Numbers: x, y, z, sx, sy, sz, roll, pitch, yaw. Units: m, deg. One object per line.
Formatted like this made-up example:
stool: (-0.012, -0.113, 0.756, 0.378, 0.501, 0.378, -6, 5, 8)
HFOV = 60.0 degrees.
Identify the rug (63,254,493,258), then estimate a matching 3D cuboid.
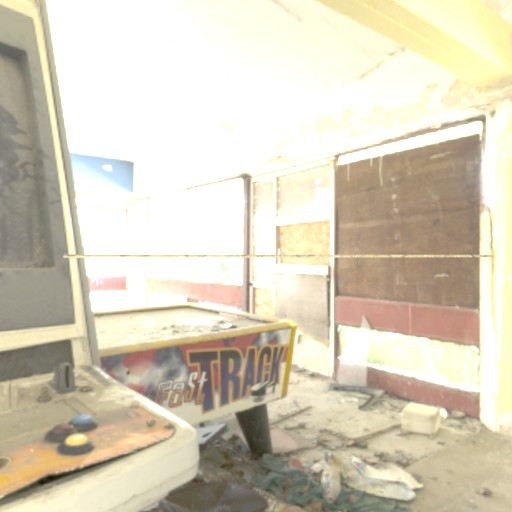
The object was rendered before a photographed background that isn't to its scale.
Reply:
rug: (0.000, 0.000, 4.077, 3.038, 0.019, 2.420, 0, 0, -18)
